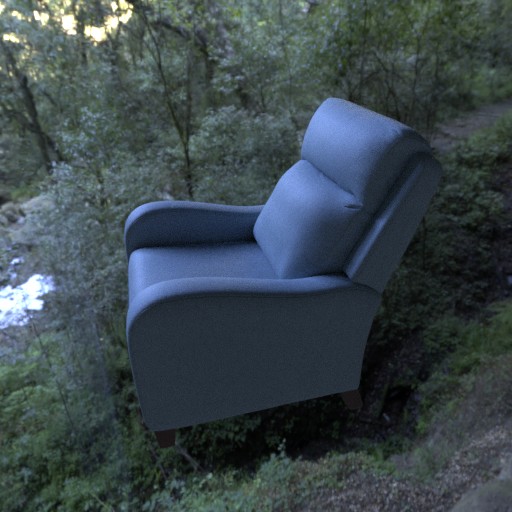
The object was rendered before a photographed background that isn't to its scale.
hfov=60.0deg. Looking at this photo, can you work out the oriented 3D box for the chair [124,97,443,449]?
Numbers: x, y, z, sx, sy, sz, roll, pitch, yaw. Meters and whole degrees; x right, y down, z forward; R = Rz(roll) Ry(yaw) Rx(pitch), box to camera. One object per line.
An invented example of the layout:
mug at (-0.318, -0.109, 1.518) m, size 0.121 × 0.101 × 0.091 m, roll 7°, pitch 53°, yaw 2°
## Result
chair at (0.000, 0.000, 1.708) m, size 0.988 × 1.067 × 0.785 m, roll -7°, pitch 30°, yaw -13°
